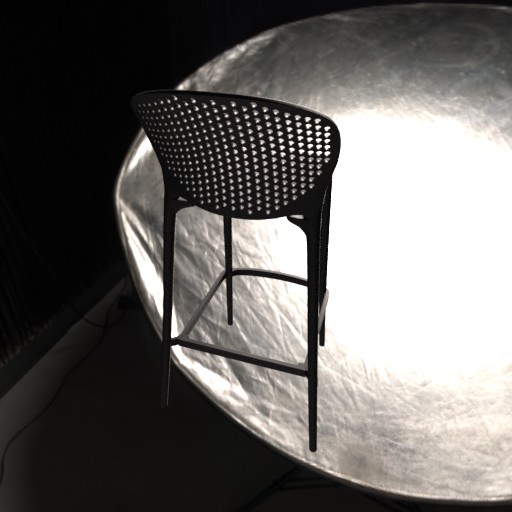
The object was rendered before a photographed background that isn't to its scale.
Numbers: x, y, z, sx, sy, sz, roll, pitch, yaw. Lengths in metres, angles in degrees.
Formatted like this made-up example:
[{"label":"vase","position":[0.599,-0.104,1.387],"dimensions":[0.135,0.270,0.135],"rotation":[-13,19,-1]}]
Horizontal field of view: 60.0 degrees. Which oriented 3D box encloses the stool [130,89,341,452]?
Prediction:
[{"label":"stool","position":[0.000,0.000,1.316],"dimensions":[0.536,1.045,0.535],"rotation":[10,34,15]}]
